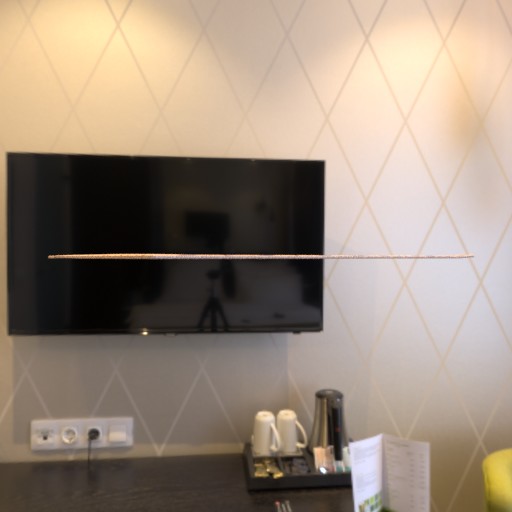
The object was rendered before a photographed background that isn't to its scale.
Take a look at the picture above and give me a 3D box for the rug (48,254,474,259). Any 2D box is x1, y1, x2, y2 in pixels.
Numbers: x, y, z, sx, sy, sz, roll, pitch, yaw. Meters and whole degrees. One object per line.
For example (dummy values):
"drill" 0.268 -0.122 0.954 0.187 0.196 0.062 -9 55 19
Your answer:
"rug" 0.000 0.000 4.041 3.052 0.043 2.453 0 0 -36
